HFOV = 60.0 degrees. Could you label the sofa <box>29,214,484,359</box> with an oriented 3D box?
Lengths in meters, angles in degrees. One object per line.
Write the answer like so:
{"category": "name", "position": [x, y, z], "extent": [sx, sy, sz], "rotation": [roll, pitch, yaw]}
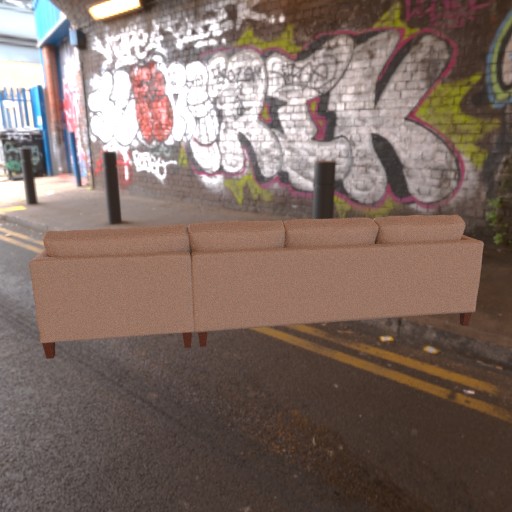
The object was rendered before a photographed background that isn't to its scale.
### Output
{"category": "sofa", "position": [0.000, 0.000, 3.858], "extent": [3.186, 0.861, 1.625], "rotation": [-3, 16, -10]}
